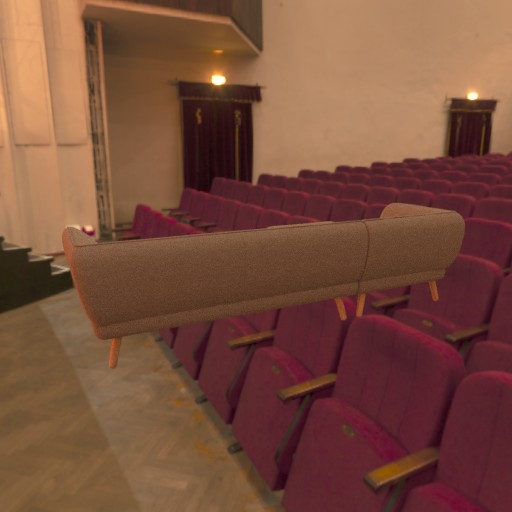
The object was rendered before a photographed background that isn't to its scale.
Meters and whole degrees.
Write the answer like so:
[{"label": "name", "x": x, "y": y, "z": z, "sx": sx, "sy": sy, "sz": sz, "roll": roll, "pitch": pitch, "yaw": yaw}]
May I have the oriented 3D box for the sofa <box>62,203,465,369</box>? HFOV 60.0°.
[{"label": "sofa", "x": 0.000, "y": 0.000, "z": 3.341, "sx": 2.653, "sy": 0.693, "sz": 1.532, "roll": -7, "pitch": 15, "yaw": -26}]
